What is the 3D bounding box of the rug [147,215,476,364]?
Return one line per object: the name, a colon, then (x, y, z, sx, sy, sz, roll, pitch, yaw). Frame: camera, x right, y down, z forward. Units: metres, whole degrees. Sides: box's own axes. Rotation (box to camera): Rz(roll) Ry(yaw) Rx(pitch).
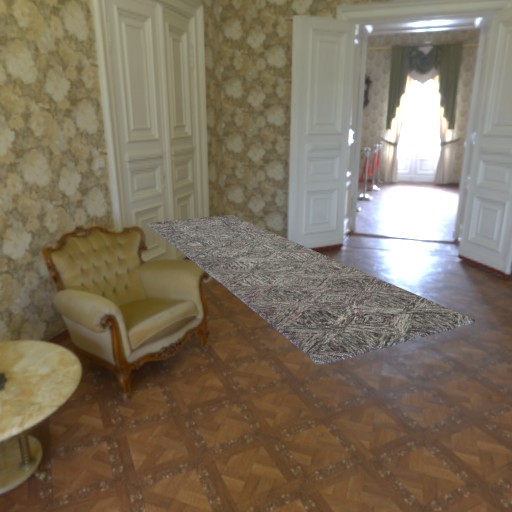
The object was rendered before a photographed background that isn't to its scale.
rug: (0.000, 0.000, 2.499, 0.719, 0.013, 2.305, -8, 18, -25)
